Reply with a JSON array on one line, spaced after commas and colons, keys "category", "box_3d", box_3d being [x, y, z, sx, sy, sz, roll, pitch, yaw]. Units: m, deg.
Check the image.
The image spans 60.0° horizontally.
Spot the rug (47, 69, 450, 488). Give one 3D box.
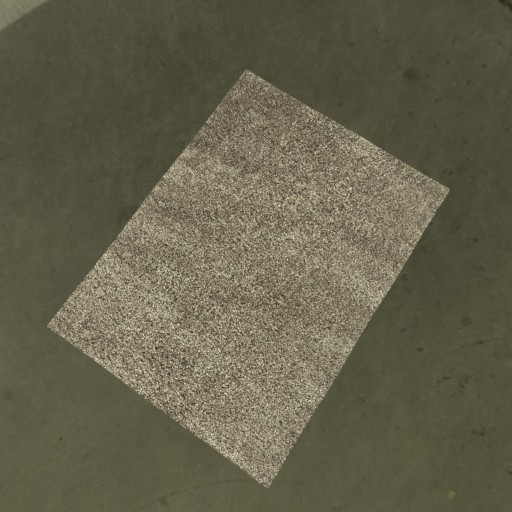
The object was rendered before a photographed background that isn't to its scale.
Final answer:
[{"category": "rug", "box_3d": [0.000, 0.000, 2.083, 1.198, 0.025, 1.601, 33, 79, 7]}]
